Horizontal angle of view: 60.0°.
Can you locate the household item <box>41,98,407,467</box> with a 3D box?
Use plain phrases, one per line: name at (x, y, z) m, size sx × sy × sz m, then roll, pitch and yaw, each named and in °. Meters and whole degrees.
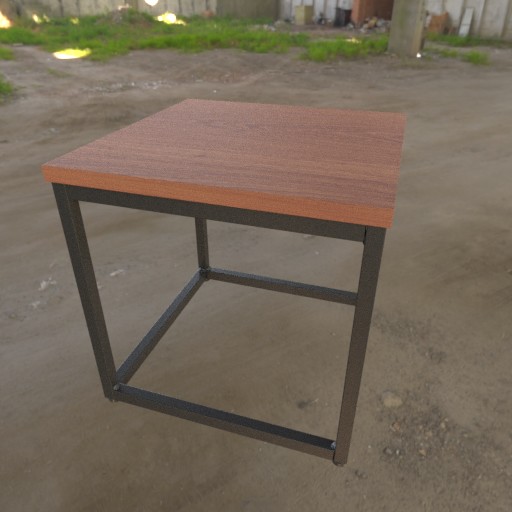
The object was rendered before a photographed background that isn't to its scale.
household item at (0.000, 0.000, 0.732) m, size 0.400 × 0.400 × 0.400 m, roll 9°, pitch 32°, yaw 15°
